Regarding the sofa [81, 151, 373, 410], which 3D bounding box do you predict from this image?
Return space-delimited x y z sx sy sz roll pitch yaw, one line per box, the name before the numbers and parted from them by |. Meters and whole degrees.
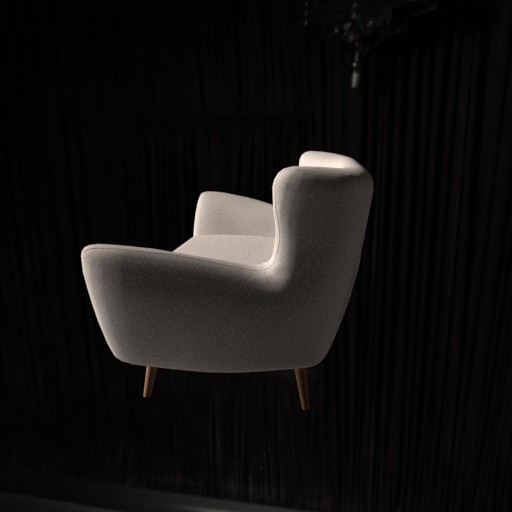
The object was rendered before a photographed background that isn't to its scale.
sofa | 0.000 0.000 1.993 0.921 0.878 1.424 2 15 9
